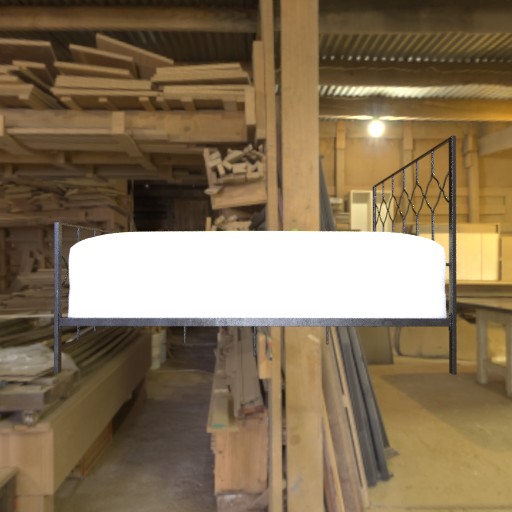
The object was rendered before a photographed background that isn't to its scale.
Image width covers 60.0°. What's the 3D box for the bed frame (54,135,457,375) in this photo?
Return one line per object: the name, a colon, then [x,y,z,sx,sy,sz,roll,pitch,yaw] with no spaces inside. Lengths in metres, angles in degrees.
bed frame: [0.000,0.000,3.070,2.063,1.222,1.597,0,0,1]
